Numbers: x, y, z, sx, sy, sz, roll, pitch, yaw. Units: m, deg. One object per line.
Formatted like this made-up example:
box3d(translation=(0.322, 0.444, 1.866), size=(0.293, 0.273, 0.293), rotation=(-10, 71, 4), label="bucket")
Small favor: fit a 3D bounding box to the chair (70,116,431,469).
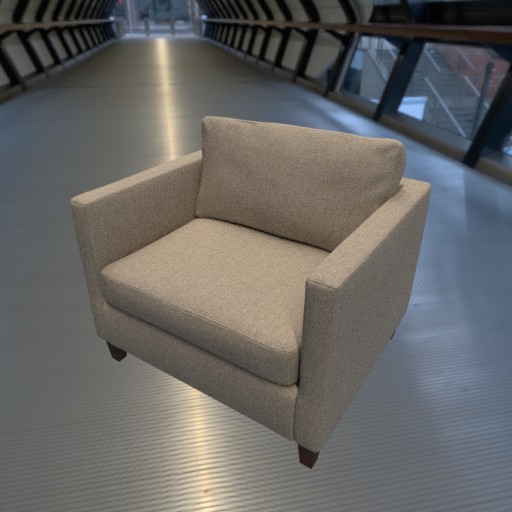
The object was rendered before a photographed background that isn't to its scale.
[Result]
box3d(translation=(0.000, 0.000, 1.823), size=(1.107, 0.961, 0.959), rotation=(18, 34, 29), label="chair")
